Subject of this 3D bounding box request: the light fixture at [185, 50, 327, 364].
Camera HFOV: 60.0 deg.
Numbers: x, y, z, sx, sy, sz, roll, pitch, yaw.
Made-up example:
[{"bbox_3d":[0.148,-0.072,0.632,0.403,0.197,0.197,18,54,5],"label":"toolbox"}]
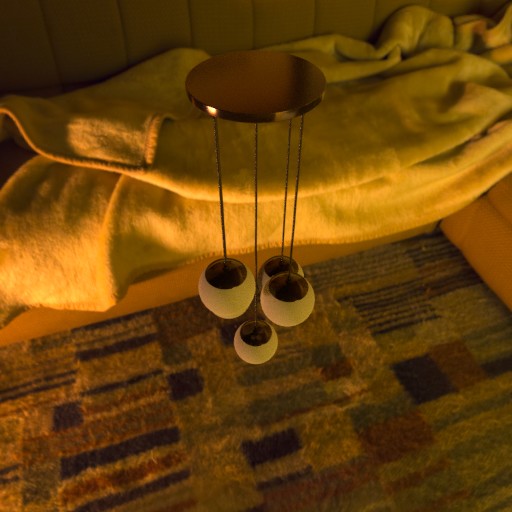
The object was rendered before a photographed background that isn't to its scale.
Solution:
[{"bbox_3d":[0.000,0.000,1.550,0.489,1.271,0.484,-31,54,-26],"label":"light fixture"}]
